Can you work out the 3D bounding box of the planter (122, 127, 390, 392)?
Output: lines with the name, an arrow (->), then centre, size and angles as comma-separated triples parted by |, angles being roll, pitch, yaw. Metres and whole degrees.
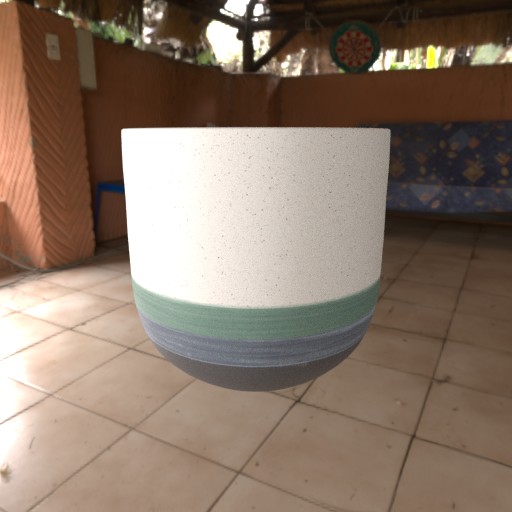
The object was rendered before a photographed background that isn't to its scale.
planter -> 0.000, 0.000, 0.491 | 0.268, 0.270, 0.268 | 0, 15, 0
